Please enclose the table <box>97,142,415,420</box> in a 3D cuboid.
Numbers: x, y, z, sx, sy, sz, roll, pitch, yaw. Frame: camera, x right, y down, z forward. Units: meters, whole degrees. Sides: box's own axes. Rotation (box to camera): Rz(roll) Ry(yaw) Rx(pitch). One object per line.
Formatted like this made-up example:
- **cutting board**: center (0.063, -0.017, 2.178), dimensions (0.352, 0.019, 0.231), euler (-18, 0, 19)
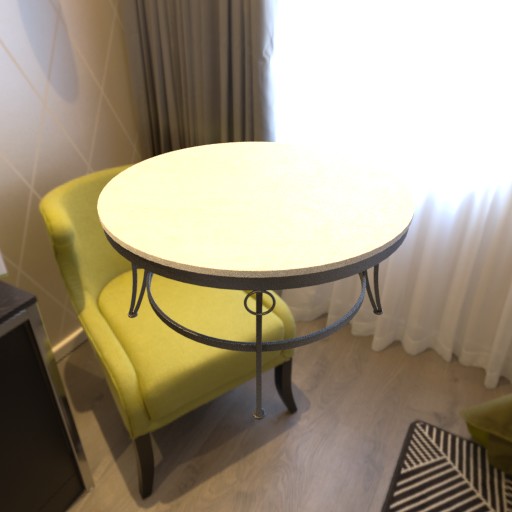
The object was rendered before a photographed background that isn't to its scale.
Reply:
- **table**: center (0.000, 0.000, 1.420), dimensions (0.889, 0.470, 0.889), euler (0, 31, 0)
